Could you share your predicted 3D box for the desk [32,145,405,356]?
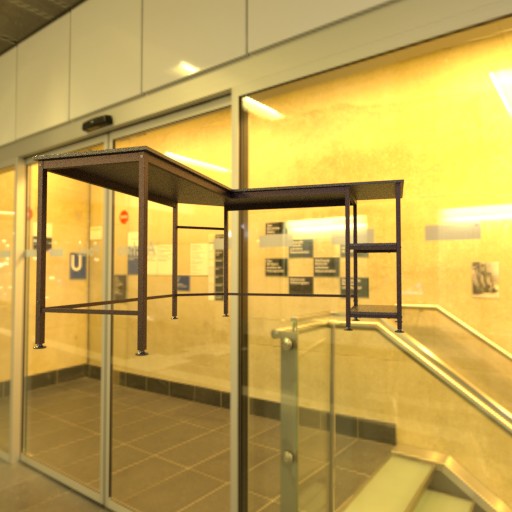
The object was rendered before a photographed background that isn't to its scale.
[{"bbox_3d":[0.000,0.000,2.153,1.379,0.739,1.379,-1,-2,17],"label":"desk"}]
